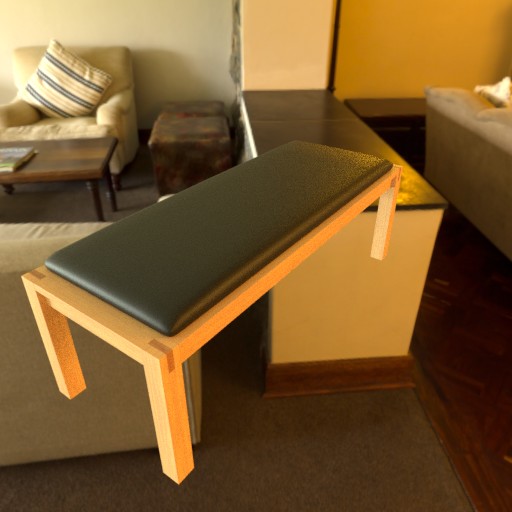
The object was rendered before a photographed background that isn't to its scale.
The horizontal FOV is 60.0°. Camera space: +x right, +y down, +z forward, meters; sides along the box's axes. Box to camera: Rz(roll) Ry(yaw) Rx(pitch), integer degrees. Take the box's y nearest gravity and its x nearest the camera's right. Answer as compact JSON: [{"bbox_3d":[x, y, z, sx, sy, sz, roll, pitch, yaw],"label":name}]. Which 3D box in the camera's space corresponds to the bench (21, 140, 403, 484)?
[{"bbox_3d":[0.000,0.000,1.397,0.450,0.430,1.202,21,37,30],"label":"bench"}]
